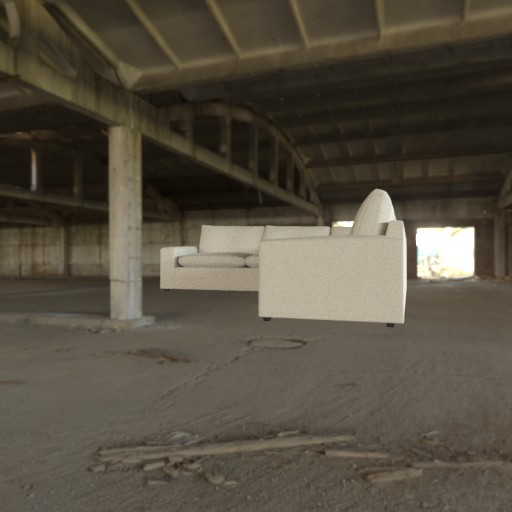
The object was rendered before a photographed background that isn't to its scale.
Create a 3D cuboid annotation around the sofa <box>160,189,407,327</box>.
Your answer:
[{"bbox_3d":[0.000,0.000,4.785,3.066,0.918,3.206,0,0,19],"label":"sofa"}]
